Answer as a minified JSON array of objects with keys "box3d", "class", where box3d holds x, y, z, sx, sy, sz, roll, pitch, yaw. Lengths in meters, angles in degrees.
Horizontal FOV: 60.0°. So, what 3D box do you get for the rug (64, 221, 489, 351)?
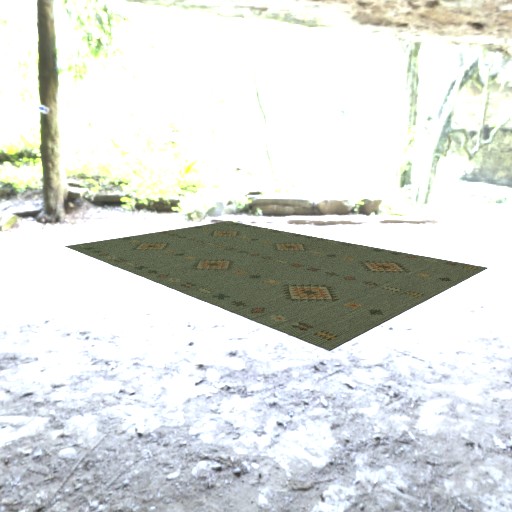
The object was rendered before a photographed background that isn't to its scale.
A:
[{"box3d":[0.000,0.000,2.253,1.217,0.005,1.818,-13,19,-43],"class":"rug"}]
